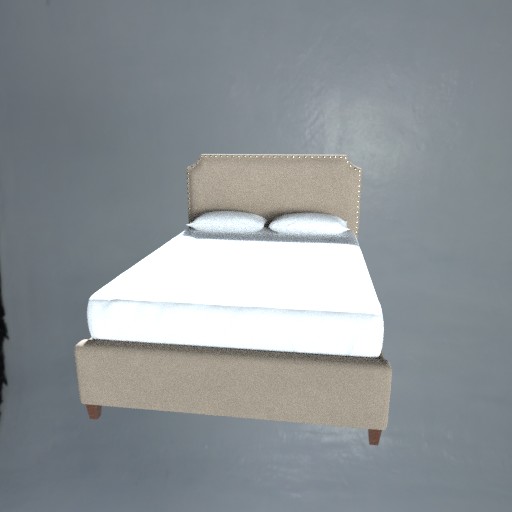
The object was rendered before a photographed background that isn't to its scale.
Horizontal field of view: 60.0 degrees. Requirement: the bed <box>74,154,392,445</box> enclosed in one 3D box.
[{"bbox_3d":[0.000,0.000,3.356,1.703,1.415,2.329,2,15,8],"label":"bed"}]
